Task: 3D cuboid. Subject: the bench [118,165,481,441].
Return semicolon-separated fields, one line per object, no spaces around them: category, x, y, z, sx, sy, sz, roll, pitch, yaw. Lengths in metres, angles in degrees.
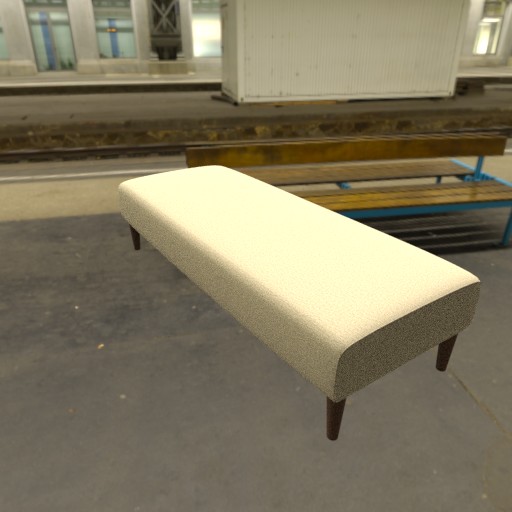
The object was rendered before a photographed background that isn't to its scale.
bench;0.000;0.000;1.872;0.646;0.393;1.609;-17;31;-30
